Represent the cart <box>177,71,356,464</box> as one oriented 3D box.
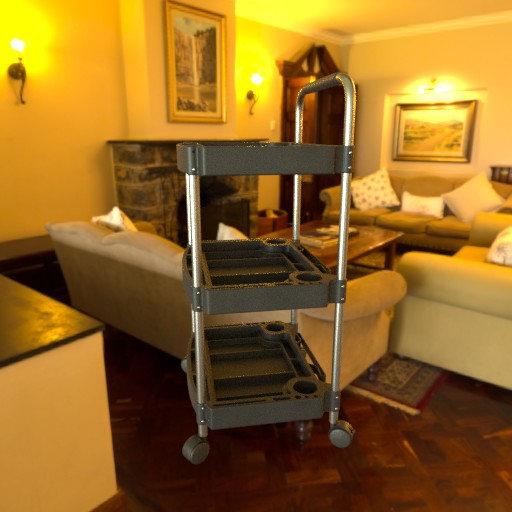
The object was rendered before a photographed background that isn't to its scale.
[{"bbox_3d":[0.000,0.000,1.427,0.518,1.075,0.584,-3,16,-9],"label":"cart"}]
